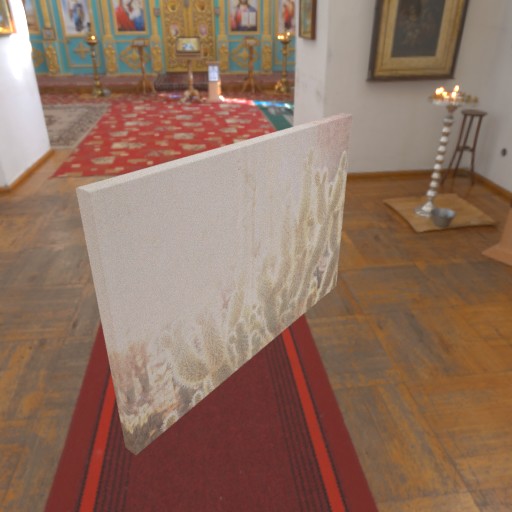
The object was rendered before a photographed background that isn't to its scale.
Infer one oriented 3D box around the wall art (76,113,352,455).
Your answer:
[{"bbox_3d":[0.000,0.000,1.173,0.040,0.608,0.916,19,33,33],"label":"wall art"}]
